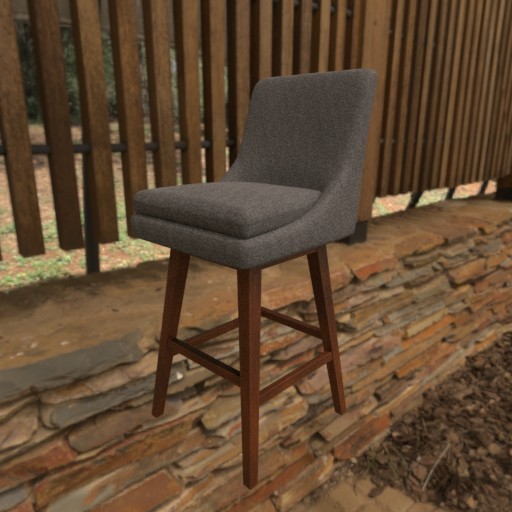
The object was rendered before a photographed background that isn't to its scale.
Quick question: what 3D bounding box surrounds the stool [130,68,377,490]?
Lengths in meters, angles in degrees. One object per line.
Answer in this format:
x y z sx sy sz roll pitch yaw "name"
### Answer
0.000 0.000 1.343 0.489 1.068 0.572 15 22 41 "stool"
